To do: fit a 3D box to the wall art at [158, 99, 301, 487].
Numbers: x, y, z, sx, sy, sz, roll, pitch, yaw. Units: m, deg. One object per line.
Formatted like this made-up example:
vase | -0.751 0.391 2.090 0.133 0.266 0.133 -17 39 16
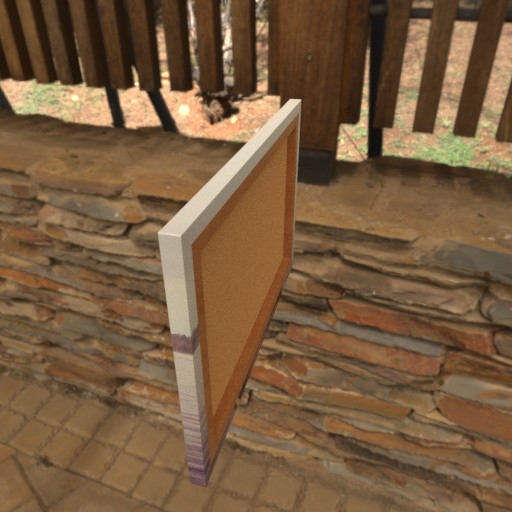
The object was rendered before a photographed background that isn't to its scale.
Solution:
wall art | 0.000 0.000 1.162 0.037 0.609 0.916 8 32 13
